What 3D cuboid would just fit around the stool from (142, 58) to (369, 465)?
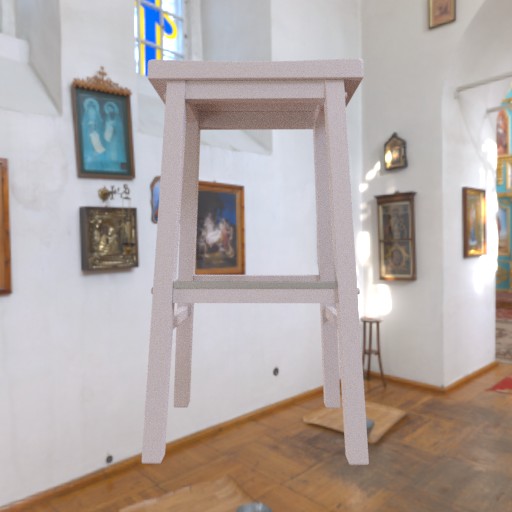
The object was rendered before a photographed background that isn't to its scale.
[{"bbox_3d":[0.000,0.000,0.948,0.406,0.742,0.322,0,1,1],"label":"stool"}]
